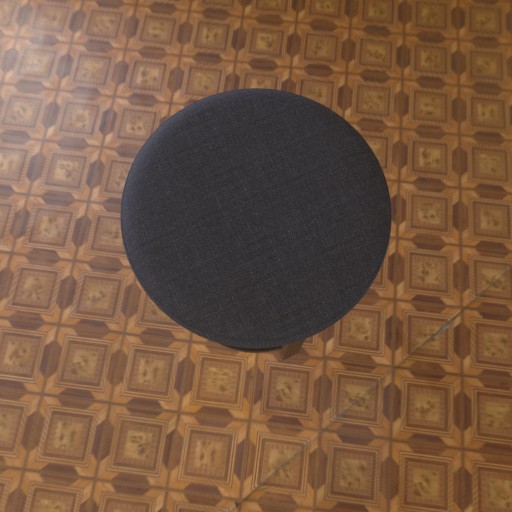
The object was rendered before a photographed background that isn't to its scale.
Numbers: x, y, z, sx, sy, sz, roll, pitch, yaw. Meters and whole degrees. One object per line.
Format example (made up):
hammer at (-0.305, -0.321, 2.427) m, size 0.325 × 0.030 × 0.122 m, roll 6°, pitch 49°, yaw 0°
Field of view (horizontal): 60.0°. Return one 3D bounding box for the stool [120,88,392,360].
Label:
stool at (0.000, 0.000, 0.975) m, size 0.449 × 0.655 × 0.449 m, roll 0°, pitch 75°, yaw 0°
